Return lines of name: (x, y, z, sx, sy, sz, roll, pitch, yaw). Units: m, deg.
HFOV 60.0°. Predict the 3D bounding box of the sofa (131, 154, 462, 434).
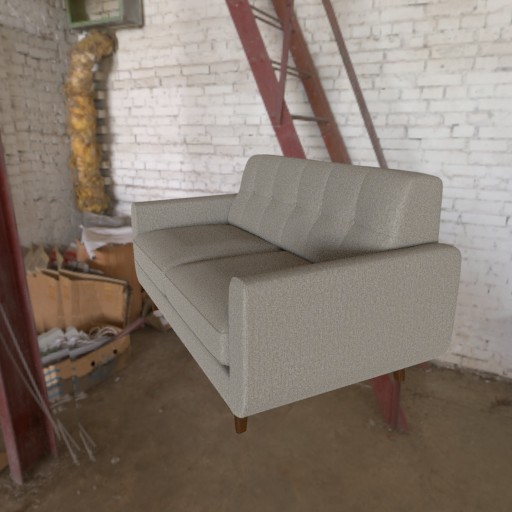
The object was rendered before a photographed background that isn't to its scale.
sofa: (0.000, 0.000, 2.226, 0.952, 0.925, 1.651, -8, 18, -25)
